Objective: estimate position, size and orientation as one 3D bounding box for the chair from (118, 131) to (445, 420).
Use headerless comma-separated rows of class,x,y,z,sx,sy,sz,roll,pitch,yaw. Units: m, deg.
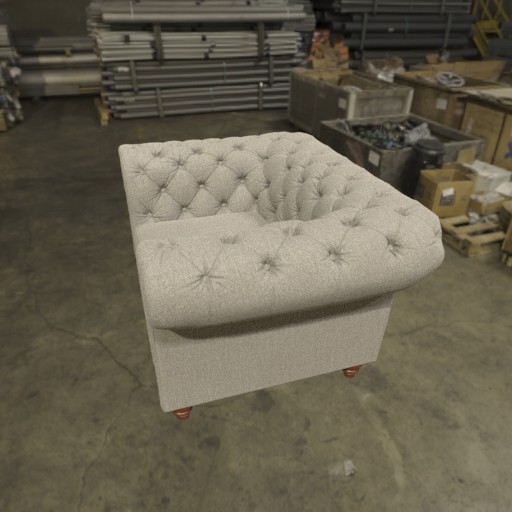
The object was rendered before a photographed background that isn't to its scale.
chair,0.000,0.000,1.881,0.976,0.770,1.270,-9,31,-15
